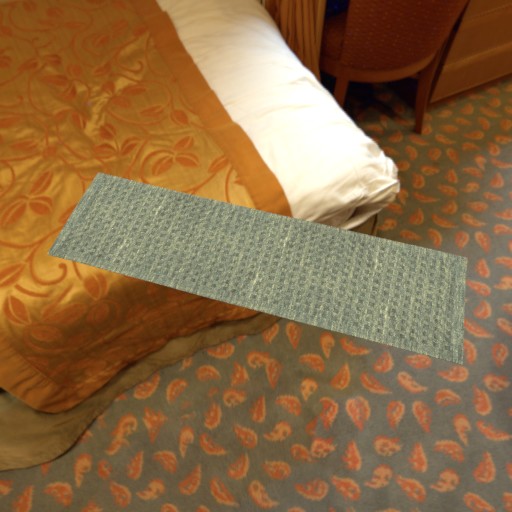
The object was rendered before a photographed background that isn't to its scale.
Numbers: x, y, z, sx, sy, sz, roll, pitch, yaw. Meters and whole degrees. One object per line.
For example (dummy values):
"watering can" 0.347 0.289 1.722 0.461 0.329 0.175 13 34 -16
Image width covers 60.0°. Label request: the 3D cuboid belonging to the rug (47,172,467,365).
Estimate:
"rug" 0.000 0.000 2.666 2.443 0.008 0.688 14 59 9
